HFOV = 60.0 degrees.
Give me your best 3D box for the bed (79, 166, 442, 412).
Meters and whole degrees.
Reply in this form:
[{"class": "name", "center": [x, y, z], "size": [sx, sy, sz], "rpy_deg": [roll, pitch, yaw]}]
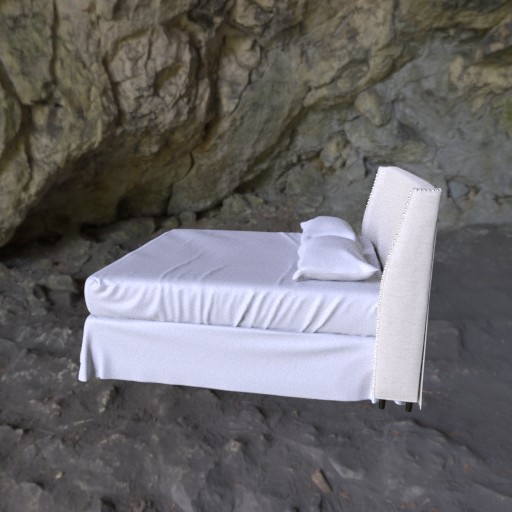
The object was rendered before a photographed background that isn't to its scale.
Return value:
[{"class": "bed", "center": [0.000, 0.000, 3.496], "size": [2.276, 1.332, 1.925], "rpy_deg": [3, 15, 10]}]
